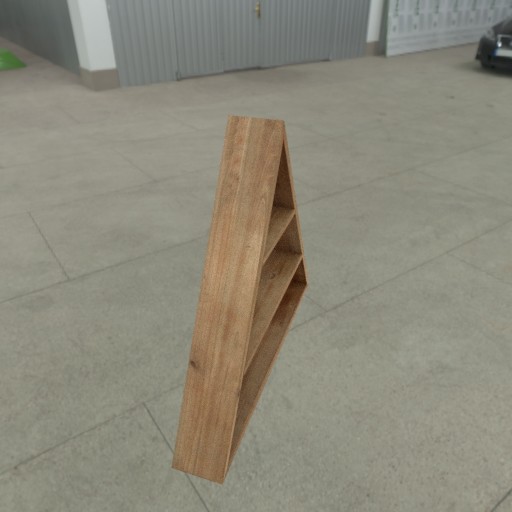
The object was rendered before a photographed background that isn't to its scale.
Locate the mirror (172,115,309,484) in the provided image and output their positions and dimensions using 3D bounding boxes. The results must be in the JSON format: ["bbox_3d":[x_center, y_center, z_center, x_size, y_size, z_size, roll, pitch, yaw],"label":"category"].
[{"bbox_3d":[0.000,0.000,0.889,0.100,0.548,0.631,11,34,16],"label":"mirror"}]
